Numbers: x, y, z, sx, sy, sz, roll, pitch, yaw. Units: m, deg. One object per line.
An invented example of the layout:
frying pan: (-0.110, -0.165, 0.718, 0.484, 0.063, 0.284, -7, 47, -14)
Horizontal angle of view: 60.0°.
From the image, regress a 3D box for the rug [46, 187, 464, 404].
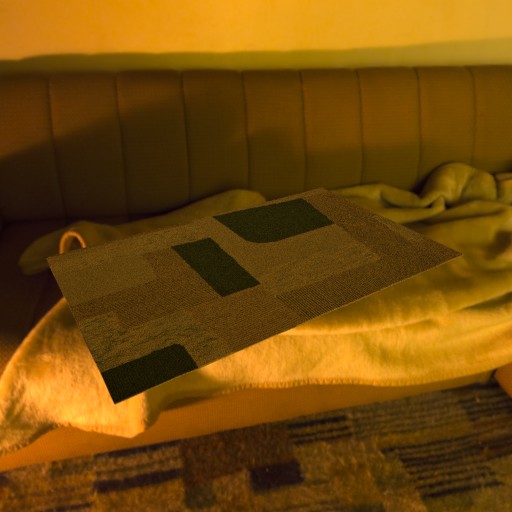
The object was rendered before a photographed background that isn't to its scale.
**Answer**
rug: (0.000, 0.000, 3.042, 2.436, 0.015, 1.521, -18, 34, -28)
